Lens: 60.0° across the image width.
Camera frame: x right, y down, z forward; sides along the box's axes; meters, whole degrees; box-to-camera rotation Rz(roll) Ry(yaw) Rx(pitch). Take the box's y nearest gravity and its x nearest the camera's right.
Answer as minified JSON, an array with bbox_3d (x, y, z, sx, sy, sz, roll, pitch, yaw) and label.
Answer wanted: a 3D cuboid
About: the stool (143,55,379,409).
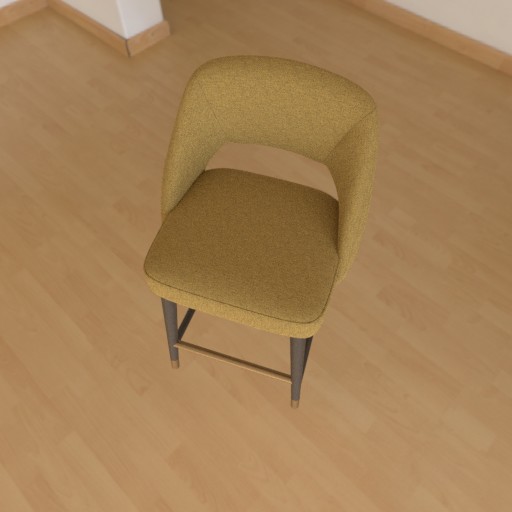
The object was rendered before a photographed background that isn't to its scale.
[{"bbox_3d":[0.000,0.000,1.281,0.536,0.939,0.522,15,58,10],"label":"stool"}]
